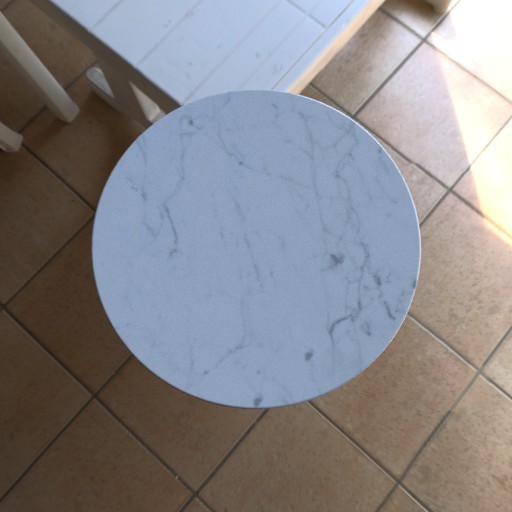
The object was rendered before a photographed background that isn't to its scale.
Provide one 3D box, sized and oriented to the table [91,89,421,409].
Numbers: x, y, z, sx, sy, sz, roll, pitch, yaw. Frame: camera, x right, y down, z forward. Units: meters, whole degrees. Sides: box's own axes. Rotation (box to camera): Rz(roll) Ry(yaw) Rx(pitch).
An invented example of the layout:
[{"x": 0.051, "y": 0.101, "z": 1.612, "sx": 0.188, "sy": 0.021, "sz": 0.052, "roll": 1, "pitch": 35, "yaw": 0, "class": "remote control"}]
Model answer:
[{"x": 0.000, "y": 0.000, "z": 1.295, "sx": 0.800, "sy": 0.450, "sz": 0.800, "roll": 0, "pitch": 78, "yaw": 0, "class": "table"}]
